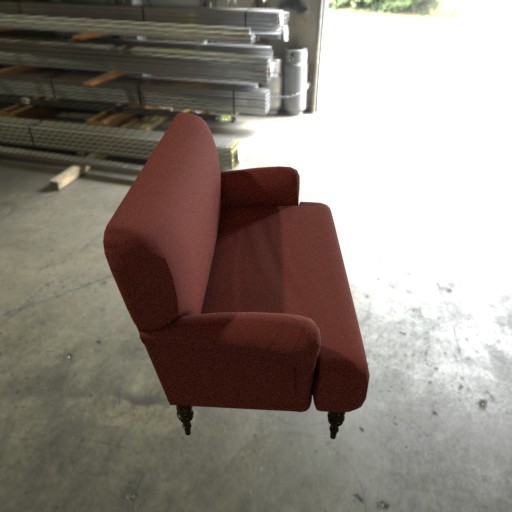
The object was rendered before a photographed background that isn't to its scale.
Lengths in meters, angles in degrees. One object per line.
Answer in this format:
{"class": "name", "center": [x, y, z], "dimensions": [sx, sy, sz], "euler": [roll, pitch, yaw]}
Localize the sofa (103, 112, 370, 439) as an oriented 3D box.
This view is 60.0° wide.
{"class": "sofa", "center": [0.000, 0.000, 1.857], "dimensions": [0.779, 0.889, 1.297], "euler": [1, 33, 1]}
